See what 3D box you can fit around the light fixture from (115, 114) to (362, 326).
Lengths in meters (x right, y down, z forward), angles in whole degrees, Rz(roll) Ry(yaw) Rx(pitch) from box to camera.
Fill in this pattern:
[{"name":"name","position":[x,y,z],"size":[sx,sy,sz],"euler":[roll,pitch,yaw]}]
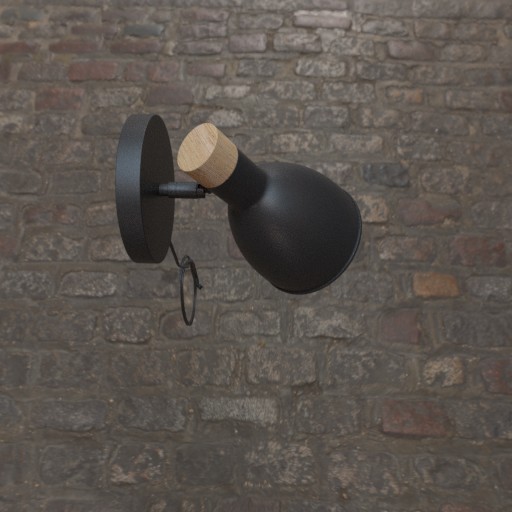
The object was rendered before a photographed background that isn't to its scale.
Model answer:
[{"name":"light fixture","position":[0.000,0.000,0.500],"size":[0.203,0.401,0.127],"euler":[1,65,1]}]
